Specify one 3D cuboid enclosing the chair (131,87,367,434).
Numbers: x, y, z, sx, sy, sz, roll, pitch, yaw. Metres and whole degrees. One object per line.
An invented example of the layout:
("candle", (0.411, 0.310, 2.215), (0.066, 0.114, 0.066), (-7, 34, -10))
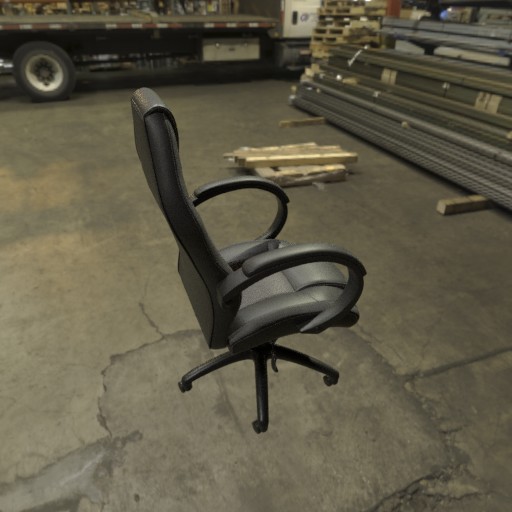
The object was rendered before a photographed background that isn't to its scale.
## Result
("chair", (0.000, 0.000, 1.632), (0.724, 1.187, 0.673), (-11, 33, -17))
